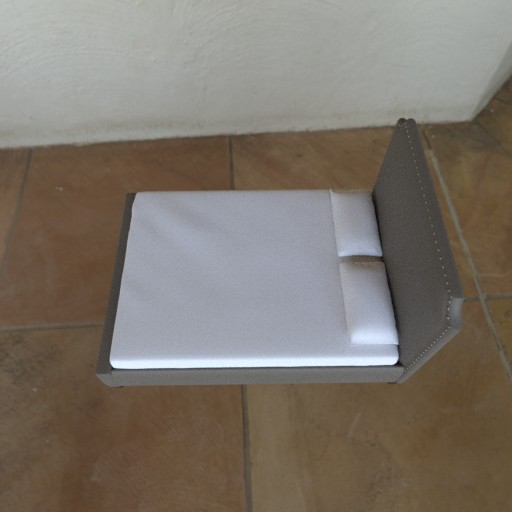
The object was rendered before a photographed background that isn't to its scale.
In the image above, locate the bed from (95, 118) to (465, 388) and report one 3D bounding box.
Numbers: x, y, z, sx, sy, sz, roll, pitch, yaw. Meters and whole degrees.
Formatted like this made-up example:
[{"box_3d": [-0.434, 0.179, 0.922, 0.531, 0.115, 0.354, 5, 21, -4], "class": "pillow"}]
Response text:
[{"box_3d": [0.000, 0.000, 3.428, 2.372, 1.443, 1.712, -1, 59, 0], "class": "bed"}]
